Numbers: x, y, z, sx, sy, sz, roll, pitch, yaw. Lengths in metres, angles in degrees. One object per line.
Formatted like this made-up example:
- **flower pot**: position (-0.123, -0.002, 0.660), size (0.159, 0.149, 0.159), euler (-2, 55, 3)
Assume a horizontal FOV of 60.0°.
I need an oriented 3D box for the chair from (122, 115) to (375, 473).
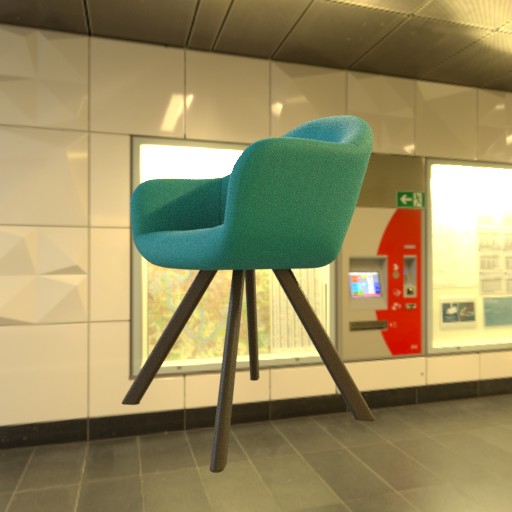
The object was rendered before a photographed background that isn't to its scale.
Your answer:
- **chair**: position (0.000, 0.000, 1.168), size (0.550, 0.795, 0.590), euler (0, 0, -36)
